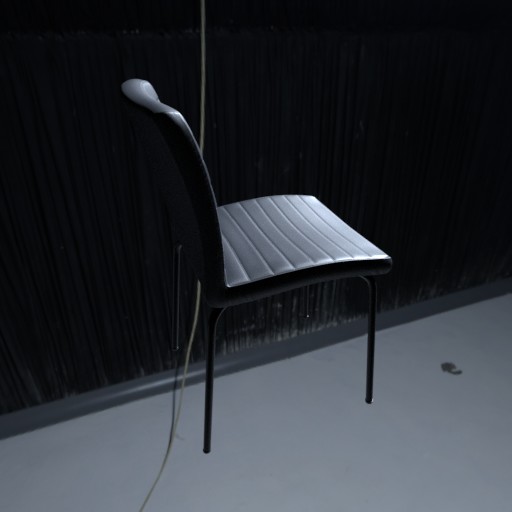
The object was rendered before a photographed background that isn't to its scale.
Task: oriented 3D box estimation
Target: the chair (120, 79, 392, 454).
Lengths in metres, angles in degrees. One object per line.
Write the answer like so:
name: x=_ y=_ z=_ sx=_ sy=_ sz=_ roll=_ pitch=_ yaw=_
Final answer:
chair: x=0.000 y=0.000 z=1.179 sx=0.572 sy=0.872 sz=0.450 roll=-11 pitch=32 yaw=-18
